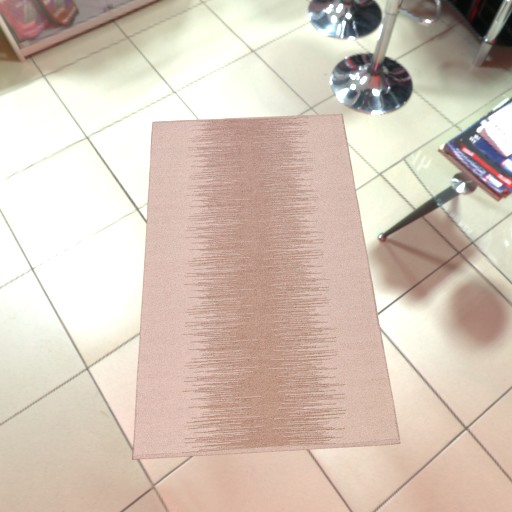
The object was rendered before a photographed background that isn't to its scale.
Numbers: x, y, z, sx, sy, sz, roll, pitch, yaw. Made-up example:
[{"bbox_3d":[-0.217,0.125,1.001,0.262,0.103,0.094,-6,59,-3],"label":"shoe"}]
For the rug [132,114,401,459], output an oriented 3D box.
[{"bbox_3d":[0.000,0.000,3.013,1.522,0.012,2.440,-3,65,-1],"label":"rug"}]
